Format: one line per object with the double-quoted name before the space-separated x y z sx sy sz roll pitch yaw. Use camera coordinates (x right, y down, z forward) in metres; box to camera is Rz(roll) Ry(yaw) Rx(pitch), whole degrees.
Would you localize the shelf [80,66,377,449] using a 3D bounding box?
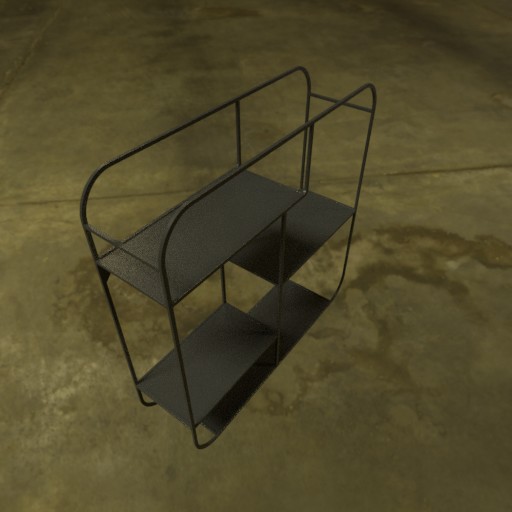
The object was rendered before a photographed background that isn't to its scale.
"shelf" 0.000 0.000 0.917 0.160 0.600 0.600 27 48 27
